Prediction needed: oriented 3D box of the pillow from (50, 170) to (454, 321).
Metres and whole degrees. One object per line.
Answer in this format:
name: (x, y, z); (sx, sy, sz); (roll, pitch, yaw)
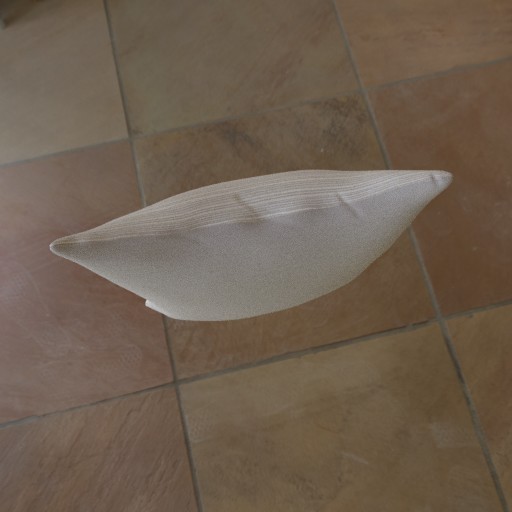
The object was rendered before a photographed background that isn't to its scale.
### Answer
pillow: (0.000, 0.000, 0.785); (0.512, 0.497, 0.204); (-10, 76, -3)
